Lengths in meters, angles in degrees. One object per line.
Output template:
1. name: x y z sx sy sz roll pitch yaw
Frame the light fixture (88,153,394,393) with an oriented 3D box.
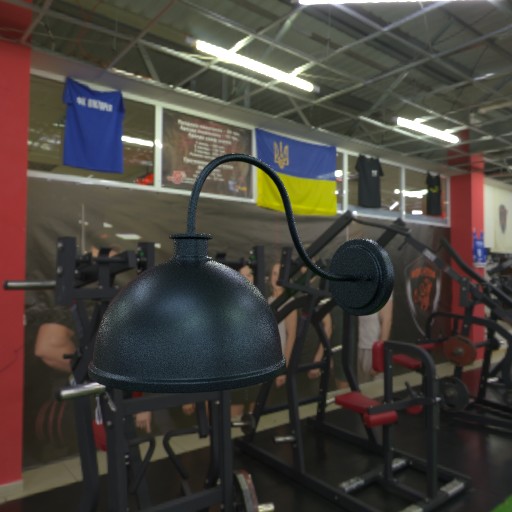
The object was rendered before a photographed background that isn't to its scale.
1. light fixture: 0.000 0.000 0.652 0.467 0.295 0.253 1 -2 -36
